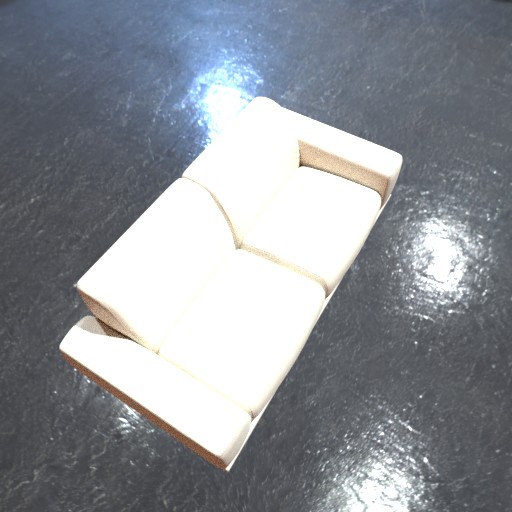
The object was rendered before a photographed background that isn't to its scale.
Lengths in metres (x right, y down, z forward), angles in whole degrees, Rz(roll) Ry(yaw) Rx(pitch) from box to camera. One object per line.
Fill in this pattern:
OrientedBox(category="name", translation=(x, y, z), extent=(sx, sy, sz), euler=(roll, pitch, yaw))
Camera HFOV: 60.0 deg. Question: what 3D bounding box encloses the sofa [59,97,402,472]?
OrientedBox(category="sofa", translation=(0.000, 0.000, 2.353), extent=(0.900, 0.772, 1.901), euler=(27, 61, 17))
